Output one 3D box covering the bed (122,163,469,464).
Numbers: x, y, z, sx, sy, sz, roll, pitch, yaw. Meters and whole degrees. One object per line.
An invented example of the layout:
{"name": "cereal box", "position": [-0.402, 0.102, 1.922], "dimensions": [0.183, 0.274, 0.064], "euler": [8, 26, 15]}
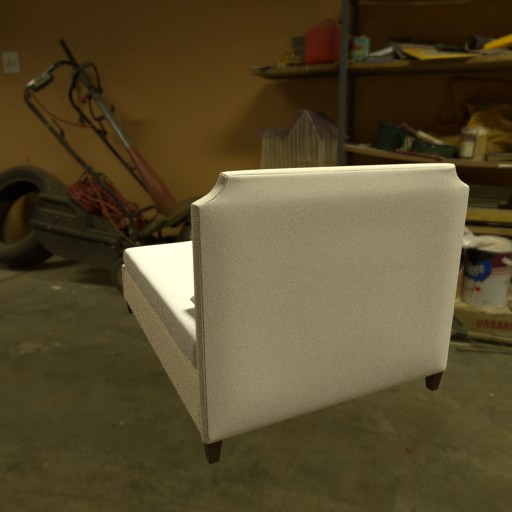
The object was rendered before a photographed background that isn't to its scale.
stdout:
{"name": "bed", "position": [0.000, 0.000, 3.424], "dimensions": [1.712, 1.497, 2.372], "euler": [-7, 17, -25]}
